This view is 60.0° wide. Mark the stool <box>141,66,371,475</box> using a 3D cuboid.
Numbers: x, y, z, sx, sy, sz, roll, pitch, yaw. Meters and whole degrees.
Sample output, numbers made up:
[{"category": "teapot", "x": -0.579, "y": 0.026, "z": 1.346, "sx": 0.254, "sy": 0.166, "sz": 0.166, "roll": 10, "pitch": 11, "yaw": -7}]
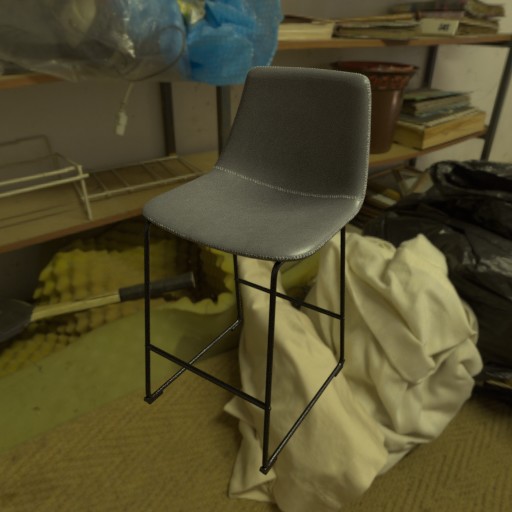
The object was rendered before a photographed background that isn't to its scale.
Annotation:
[{"category": "stool", "x": 0.000, "y": 0.000, "z": 1.174, "sx": 0.470, "sy": 0.876, "sz": 0.546, "roll": 18, "pitch": 34, "yaw": 29}]
